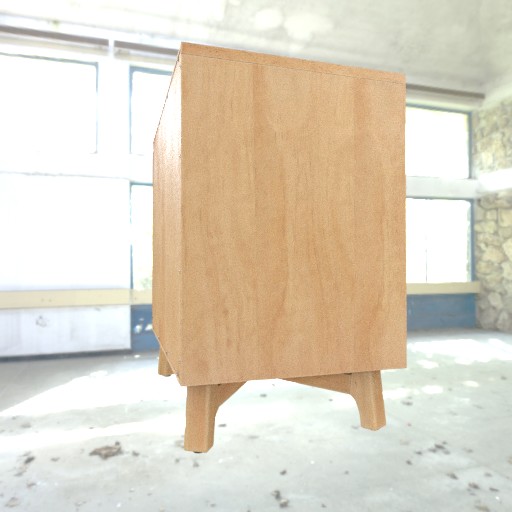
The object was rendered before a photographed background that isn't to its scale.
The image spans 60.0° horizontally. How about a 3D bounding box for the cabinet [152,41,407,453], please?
[{"bbox_3d":[0.000,0.000,0.944,0.394,0.599,0.551,0,-1,-17],"label":"cabinet"}]
